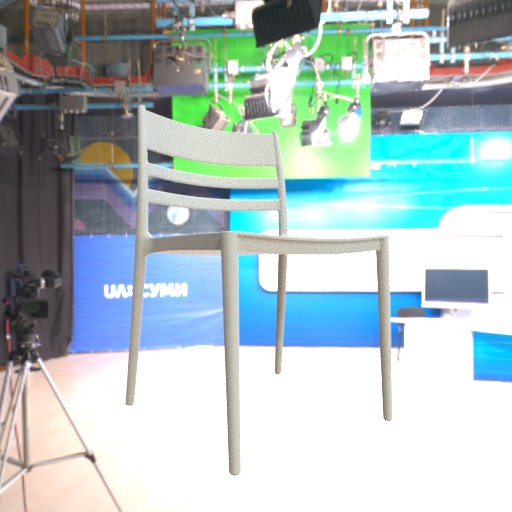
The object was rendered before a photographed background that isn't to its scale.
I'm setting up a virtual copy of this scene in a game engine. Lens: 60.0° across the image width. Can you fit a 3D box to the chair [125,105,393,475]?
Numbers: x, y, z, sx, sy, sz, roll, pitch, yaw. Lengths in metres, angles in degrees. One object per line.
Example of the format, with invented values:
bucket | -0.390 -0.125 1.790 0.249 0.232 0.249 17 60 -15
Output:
chair | 0.000 0.000 1.148 0.531 0.800 0.511 -1 1 -36
